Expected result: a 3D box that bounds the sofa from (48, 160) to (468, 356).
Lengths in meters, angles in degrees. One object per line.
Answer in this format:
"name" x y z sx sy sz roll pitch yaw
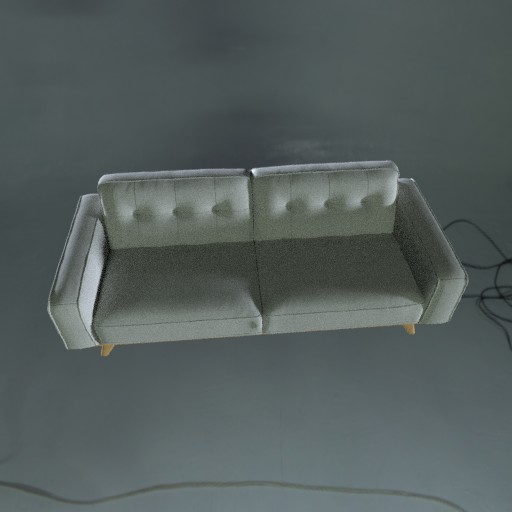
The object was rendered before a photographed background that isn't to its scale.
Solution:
"sofa" 0.000 0.000 2.772 2.270 0.781 0.956 -3 46 -3
